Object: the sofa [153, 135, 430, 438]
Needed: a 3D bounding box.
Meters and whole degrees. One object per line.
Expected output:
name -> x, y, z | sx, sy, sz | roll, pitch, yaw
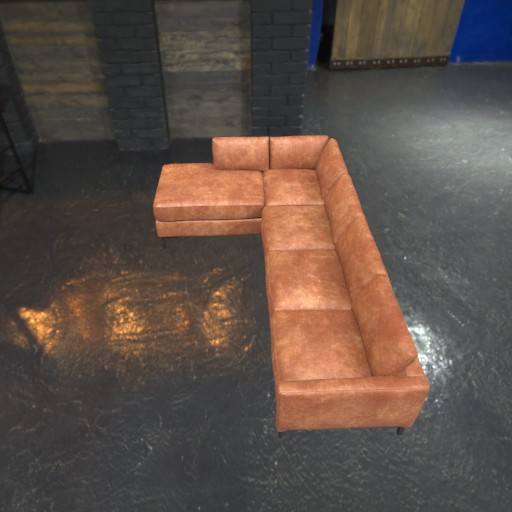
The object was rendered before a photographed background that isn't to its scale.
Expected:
sofa -> 0.000, 0.000, 3.823 | 1.938, 0.877, 2.984 | -1, 41, -2
